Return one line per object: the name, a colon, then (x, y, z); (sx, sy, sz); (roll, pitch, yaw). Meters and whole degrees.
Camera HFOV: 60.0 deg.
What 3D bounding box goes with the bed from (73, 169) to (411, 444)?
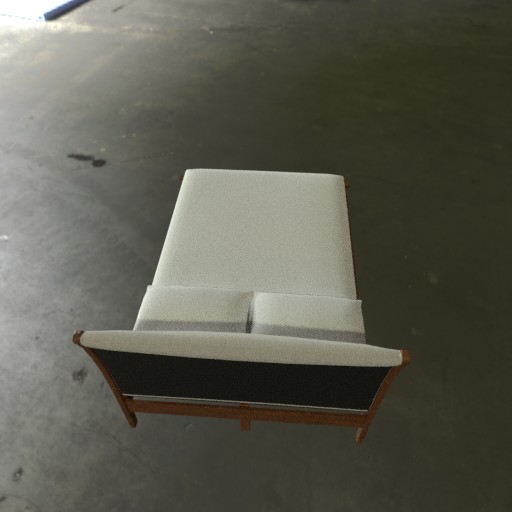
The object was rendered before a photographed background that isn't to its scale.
bed: (0.000, 0.000, 3.259); (1.612, 1.250, 2.380); (3, 47, 3)
